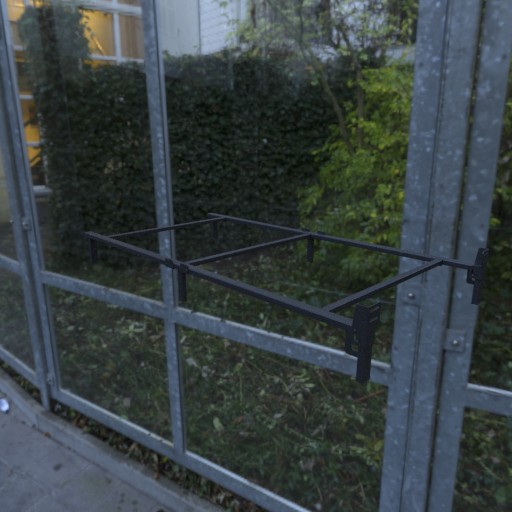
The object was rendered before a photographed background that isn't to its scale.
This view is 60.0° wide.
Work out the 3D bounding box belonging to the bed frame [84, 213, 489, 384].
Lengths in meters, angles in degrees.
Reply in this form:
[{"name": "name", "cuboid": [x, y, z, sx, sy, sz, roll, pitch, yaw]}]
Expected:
[{"name": "bed frame", "cuboid": [0.000, 0.000, 2.275, 0.968, 0.248, 1.897, -14, 21, -43]}]
